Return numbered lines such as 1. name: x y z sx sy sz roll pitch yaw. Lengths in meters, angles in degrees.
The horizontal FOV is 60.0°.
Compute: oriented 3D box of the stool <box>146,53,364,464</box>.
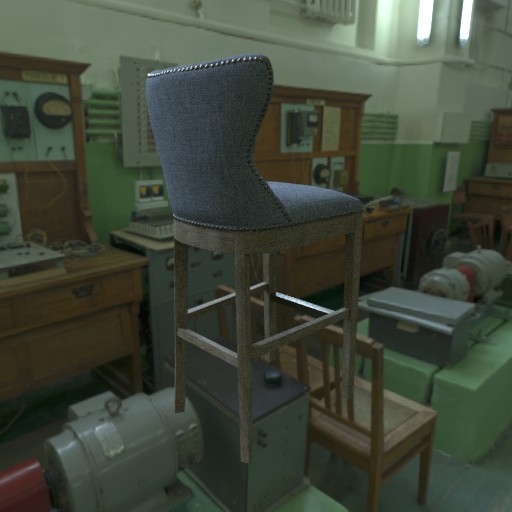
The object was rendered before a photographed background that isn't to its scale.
1. stool: 0.000 0.000 1.448 0.606 1.123 0.494 -14 21 -43
